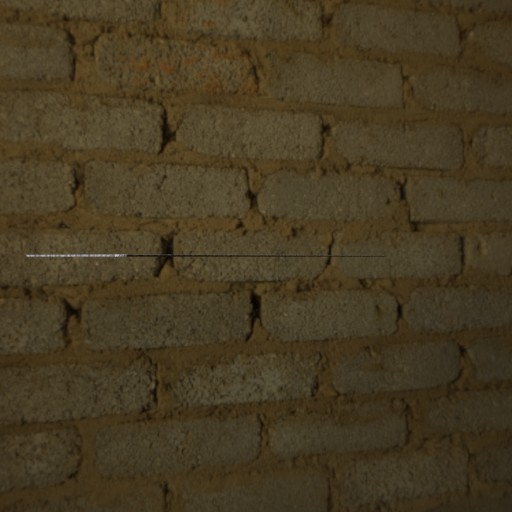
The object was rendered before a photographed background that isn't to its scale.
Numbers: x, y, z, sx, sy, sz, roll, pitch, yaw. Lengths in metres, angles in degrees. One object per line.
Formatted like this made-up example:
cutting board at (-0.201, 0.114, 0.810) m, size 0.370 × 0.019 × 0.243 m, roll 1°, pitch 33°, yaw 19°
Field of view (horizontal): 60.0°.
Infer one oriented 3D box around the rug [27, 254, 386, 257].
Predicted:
rug at (0.000, 0.000, 2.541) m, size 0.686 × 0.008 × 2.286 m, roll 0°, pitch 0°, yaw 37°
